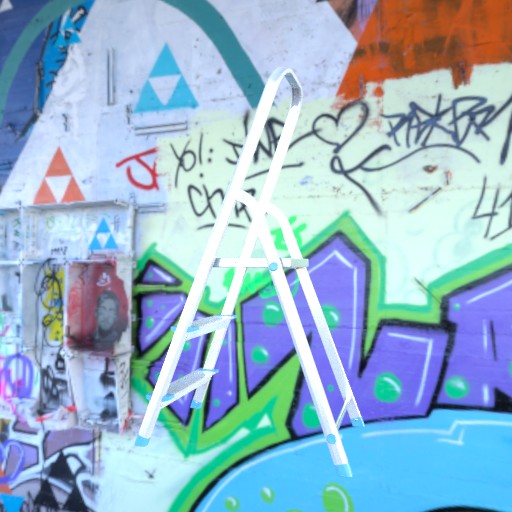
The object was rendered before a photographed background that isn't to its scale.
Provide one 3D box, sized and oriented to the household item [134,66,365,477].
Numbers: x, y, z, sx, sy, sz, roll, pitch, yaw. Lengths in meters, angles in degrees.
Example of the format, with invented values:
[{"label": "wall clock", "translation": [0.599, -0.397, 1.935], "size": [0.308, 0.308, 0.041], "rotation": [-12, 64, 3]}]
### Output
[{"label": "household item", "translation": [0.000, 0.000, 1.519], "size": [0.687, 1.215, 0.420], "rotation": [0, -1, 18]}]
